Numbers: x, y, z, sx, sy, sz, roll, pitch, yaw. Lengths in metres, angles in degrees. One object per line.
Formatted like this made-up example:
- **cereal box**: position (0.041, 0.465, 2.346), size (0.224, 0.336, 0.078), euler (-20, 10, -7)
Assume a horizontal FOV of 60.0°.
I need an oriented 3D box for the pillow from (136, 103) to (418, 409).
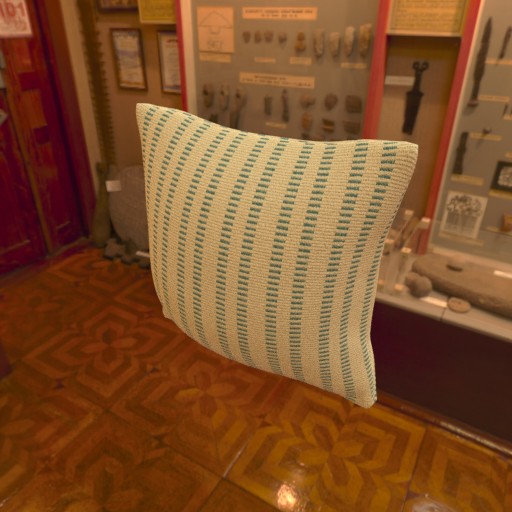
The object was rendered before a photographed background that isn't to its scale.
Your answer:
- **pillow**: position (0.000, 0.000, 0.691), size (0.438, 0.419, 0.247), euler (18, 35, 28)
